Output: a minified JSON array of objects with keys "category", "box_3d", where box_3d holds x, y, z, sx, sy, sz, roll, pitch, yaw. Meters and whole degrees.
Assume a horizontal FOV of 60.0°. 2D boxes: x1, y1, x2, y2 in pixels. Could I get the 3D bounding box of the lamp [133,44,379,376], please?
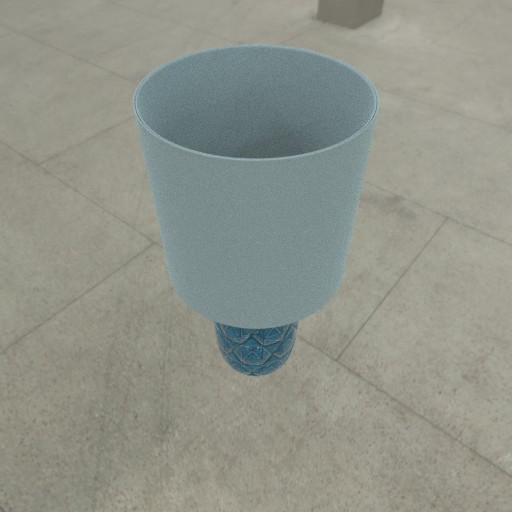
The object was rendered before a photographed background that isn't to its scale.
[{"category":"lamp","box_3d":[0.000,0.000,0.488,0.193,0.377,0.193,3,46,3]}]
